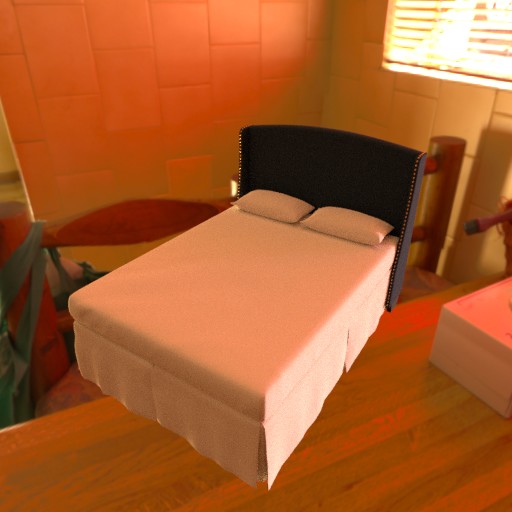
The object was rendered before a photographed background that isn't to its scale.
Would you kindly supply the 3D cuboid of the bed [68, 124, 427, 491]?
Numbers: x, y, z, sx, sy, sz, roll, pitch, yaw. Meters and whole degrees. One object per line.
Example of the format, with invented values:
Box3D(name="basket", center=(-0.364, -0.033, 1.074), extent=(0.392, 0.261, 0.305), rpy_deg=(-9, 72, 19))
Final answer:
Box3D(name="bed", center=(0.000, 0.000, 3.175), extent=(1.604, 1.402, 2.223), rpy_deg=(18, 34, 29))
